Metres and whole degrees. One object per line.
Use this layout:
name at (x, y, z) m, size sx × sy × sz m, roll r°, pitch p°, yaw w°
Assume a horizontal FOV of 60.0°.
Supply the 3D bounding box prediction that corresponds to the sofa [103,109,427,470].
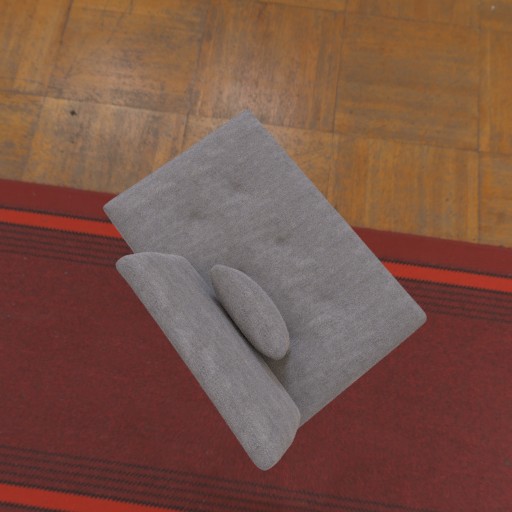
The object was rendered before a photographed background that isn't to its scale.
sofa at (0.000, 0.000, 2.046) m, size 1.002 × 0.820 × 1.450 m, roll -36°, pitch 78°, yaw -9°
